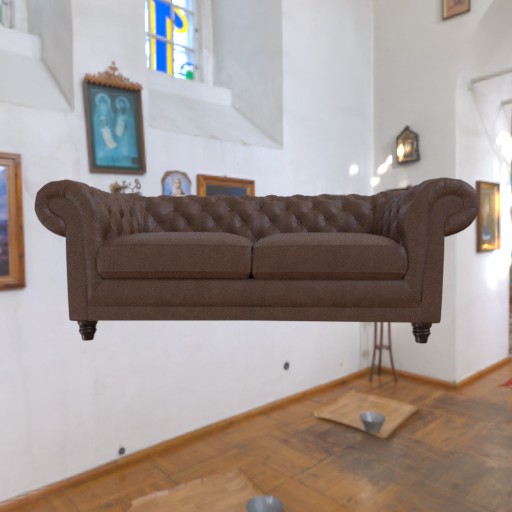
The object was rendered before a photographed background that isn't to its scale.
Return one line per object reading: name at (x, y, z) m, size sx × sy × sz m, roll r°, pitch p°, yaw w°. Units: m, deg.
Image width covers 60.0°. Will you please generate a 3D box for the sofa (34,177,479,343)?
sofa at (0.000, 0.000, 2.469) m, size 2.048 × 0.784 × 0.955 m, roll 0°, pitch 1°, yaw 2°
